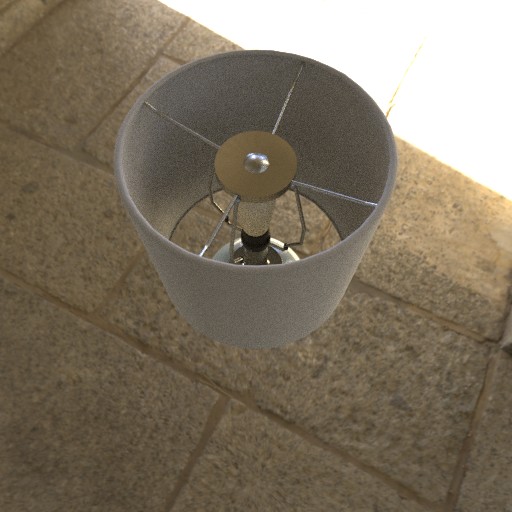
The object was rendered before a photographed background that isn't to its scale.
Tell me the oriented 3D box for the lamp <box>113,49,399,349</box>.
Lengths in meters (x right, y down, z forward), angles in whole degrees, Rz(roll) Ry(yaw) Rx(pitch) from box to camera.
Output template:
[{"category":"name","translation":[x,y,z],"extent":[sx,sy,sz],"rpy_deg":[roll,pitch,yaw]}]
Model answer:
[{"category":"lamp","translation":[0.000,0.000,0.471],"extent":[0.201,0.353,0.201],"rpy_deg":[-1,63,-1]}]
